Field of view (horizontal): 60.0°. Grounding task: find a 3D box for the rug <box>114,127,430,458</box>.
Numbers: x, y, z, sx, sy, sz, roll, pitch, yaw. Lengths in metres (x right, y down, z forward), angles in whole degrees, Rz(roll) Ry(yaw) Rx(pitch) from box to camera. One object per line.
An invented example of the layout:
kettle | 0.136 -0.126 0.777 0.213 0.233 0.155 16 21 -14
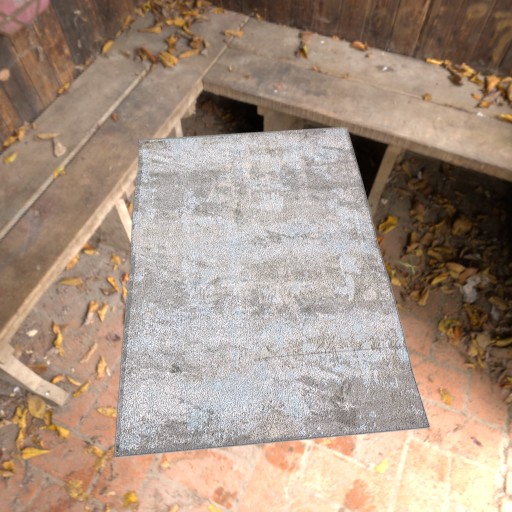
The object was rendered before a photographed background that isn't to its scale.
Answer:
rug | 0.000 0.000 4.188 2.393 0.013 3.307 -4 58 -3
